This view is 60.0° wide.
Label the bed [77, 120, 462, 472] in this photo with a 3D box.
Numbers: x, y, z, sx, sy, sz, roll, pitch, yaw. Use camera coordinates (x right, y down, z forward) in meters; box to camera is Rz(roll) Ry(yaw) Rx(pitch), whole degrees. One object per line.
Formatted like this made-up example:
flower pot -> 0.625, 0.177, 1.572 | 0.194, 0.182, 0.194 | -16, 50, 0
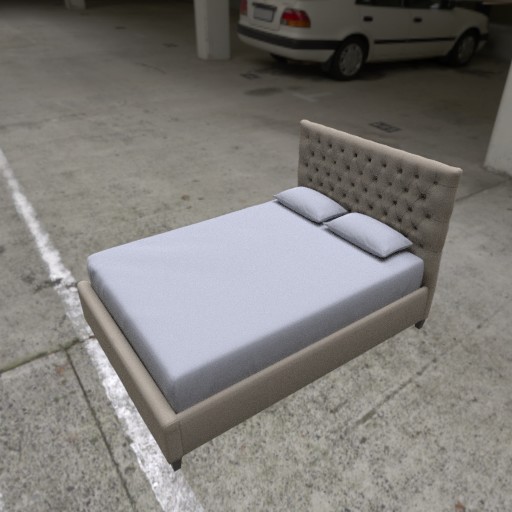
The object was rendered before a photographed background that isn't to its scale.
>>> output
bed -> 0.000, 0.000, 3.430 | 2.387, 1.427, 1.698 | -20, 36, -29
